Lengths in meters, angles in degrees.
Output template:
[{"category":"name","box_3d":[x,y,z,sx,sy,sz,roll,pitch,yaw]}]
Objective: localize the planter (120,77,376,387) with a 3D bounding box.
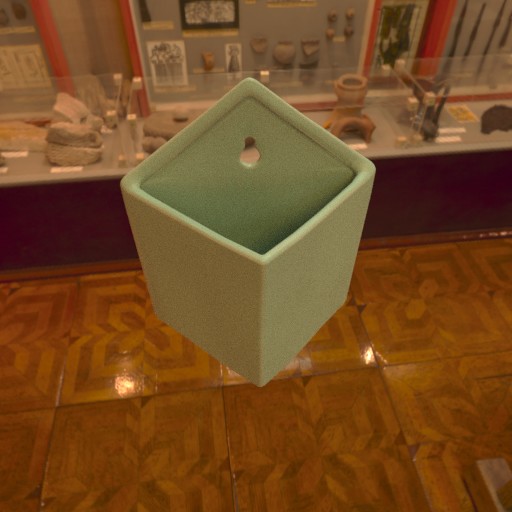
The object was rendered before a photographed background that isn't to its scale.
[{"category":"planter","box_3d":[0.000,0.000,0.282,0.164,0.197,0.079,-4,46,-4]}]
